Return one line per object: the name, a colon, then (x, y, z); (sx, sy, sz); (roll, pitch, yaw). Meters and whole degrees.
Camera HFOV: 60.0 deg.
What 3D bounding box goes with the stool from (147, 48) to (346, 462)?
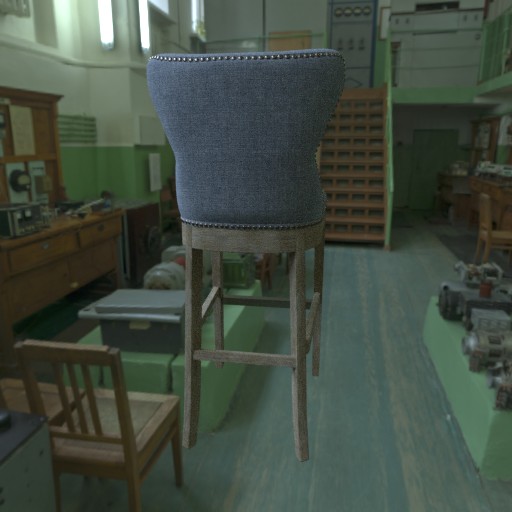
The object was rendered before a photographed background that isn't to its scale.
stool: (0.000, 0.000, 1.406); (0.494, 1.123, 0.606); (2, 15, 9)
